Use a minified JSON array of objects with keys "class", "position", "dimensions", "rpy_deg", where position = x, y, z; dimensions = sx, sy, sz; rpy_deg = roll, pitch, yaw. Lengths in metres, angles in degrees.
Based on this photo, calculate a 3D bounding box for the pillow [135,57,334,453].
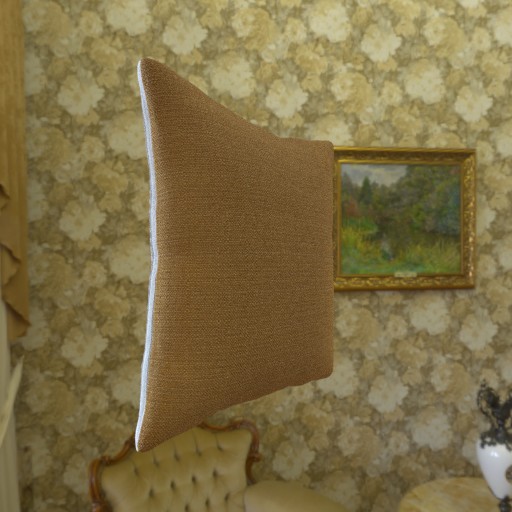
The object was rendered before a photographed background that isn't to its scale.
[{"class":"pillow","position":[0.000,0.000,0.657],"dimensions":[0.147,0.437,0.432],"rpy_deg":[-1,-1,37]}]
